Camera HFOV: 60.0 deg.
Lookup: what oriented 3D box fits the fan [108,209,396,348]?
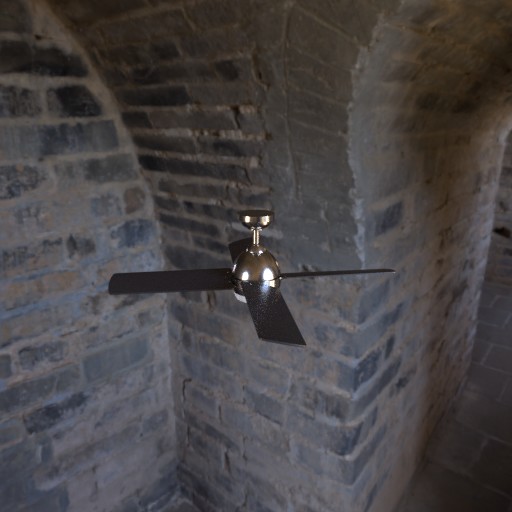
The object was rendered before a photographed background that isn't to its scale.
[{"bbox_3d":[0.000,0.000,2.050,1.332,0.403,1.332,-2,17,-8],"label":"fan"}]
